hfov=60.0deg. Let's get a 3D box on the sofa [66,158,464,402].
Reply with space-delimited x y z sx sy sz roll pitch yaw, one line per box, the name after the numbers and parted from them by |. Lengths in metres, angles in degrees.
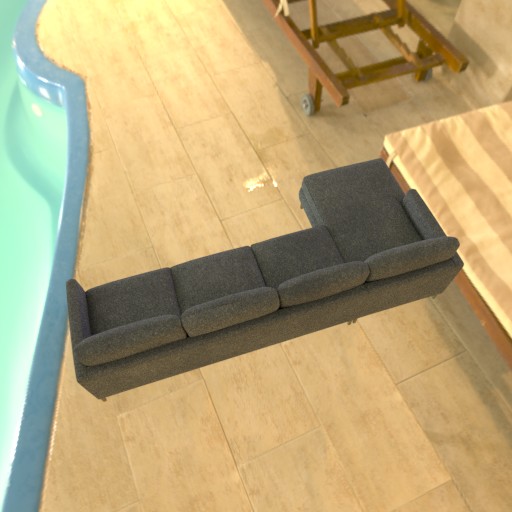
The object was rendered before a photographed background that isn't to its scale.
0.000 0.000 3.592 2.932 0.810 1.350 -15 60 -9 | sofa
